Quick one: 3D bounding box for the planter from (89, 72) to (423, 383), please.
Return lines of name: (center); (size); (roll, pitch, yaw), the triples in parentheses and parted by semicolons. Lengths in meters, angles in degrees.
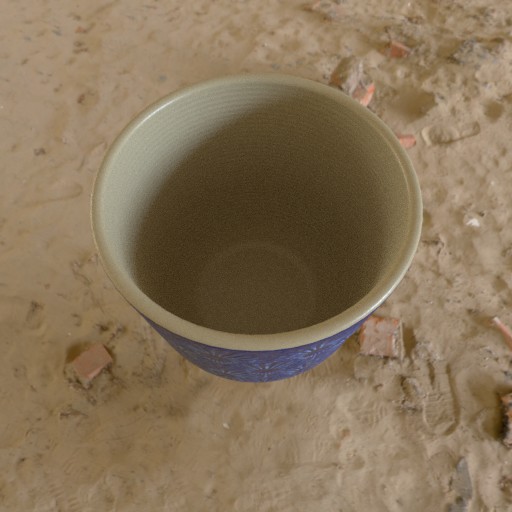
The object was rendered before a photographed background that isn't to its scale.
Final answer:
planter: (0.000, 0.000, 0.360); (0.206, 0.190, 0.206); (0, 63, 0)
